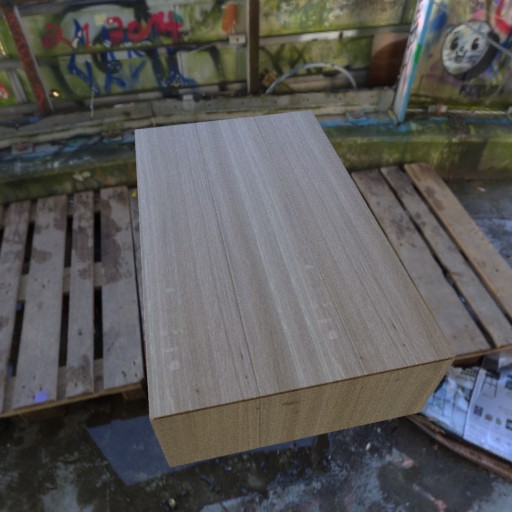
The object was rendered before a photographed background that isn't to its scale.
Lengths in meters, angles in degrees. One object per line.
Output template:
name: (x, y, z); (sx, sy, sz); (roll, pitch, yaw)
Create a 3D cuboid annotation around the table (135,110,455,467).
table: (0.000, 0.000, 1.441); (0.678, 0.353, 1.110); (-9, 48, -8)
